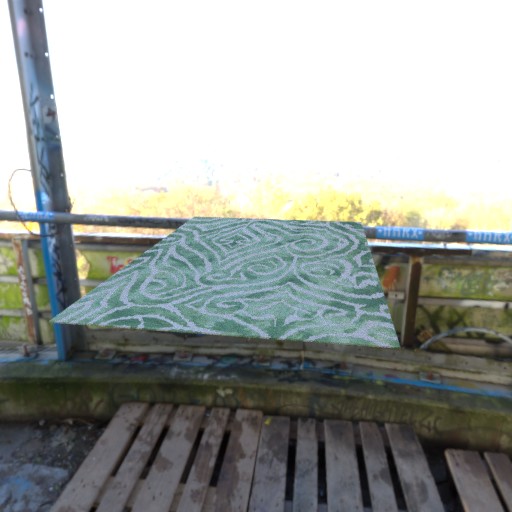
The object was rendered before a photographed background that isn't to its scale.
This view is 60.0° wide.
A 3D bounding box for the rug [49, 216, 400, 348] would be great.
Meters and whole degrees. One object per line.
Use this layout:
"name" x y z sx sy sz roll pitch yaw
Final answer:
"rug" 0.000 0.000 2.364 1.220 0.006 1.826 3 17 9
